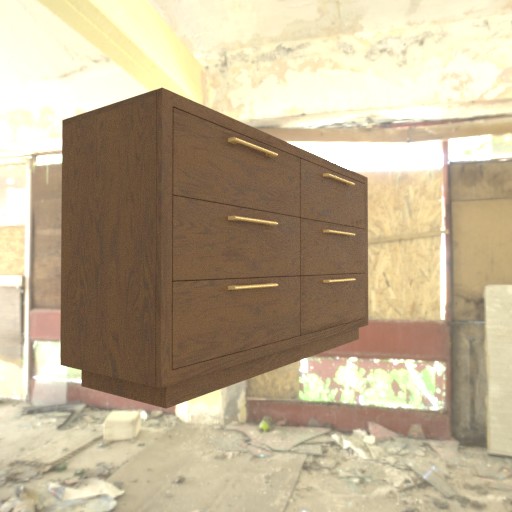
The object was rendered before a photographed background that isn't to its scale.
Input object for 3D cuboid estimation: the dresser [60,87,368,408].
[{"bbox_3d":[0.000,0.000,1.945,0.512,0.889,1.523,-1,-1,35],"label":"dresser"}]
